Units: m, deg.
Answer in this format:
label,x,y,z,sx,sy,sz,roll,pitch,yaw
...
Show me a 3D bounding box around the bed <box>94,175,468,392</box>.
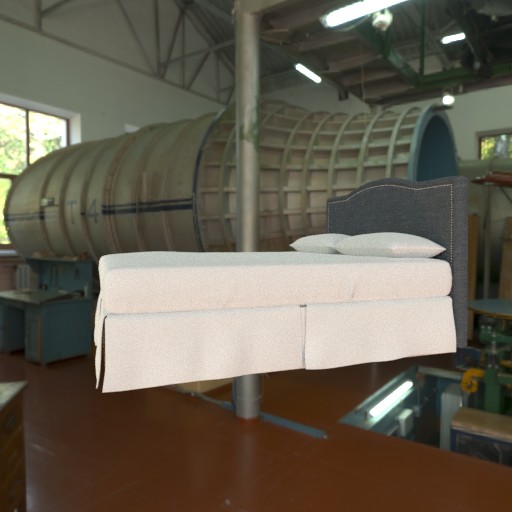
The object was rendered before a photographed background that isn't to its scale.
label,x,y,z,sx,sy,sz,roll,pitch,yaw
bed,0.000,0.000,3.890,2.689,1.457,2.161,-1,2,-20
